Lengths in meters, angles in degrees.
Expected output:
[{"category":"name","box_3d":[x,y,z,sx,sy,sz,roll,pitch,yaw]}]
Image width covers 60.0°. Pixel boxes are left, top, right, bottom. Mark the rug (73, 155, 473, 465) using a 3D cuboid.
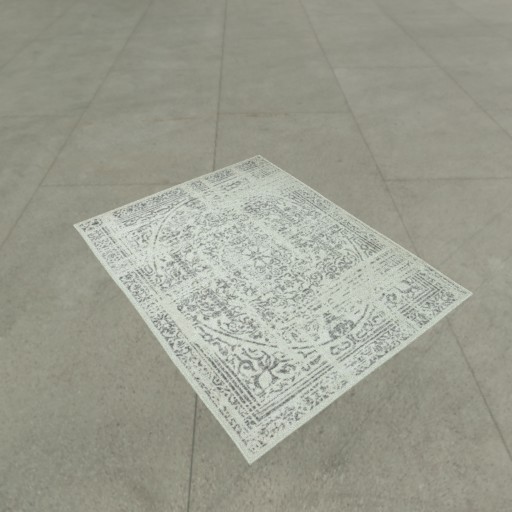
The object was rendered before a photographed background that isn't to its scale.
[{"category":"rug","box_3d":[0.000,0.000,4.003,2.311,0.032,2.921,-27,48,-27]}]
